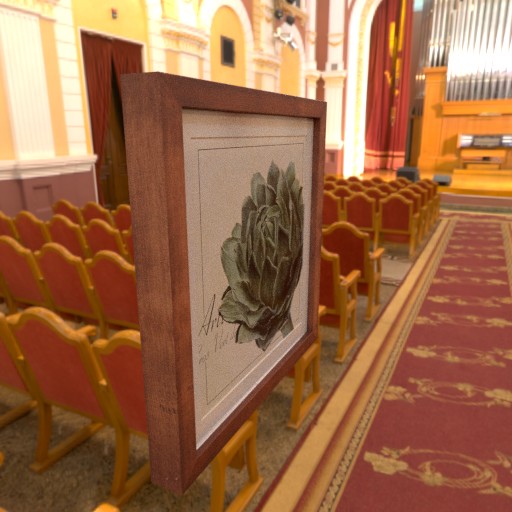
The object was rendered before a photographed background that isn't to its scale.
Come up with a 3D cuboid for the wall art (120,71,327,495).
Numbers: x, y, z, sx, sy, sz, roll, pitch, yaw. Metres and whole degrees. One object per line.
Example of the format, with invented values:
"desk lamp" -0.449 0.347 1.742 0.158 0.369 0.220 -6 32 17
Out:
"wall art" 0.000 0.000 0.554 0.038 0.385 0.386 8 17 26
